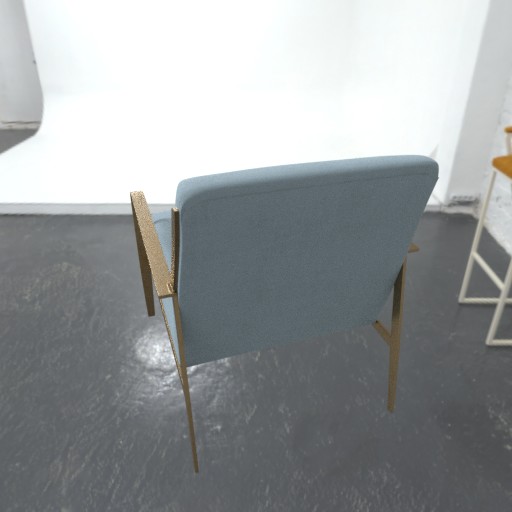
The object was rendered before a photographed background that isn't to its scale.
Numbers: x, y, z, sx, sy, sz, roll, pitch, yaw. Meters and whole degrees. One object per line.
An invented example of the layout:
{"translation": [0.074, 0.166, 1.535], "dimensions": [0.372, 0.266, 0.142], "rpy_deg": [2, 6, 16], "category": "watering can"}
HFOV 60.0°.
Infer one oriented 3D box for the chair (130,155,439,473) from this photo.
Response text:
{"translation": [0.000, 0.000, 1.438], "dimensions": [0.701, 0.824, 0.842], "rpy_deg": [-10, 30, -17], "category": "chair"}
